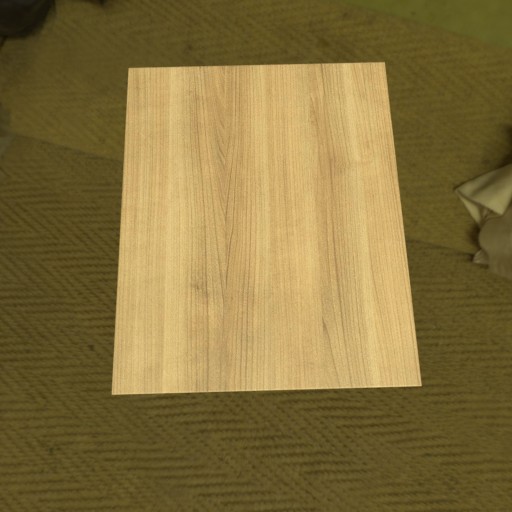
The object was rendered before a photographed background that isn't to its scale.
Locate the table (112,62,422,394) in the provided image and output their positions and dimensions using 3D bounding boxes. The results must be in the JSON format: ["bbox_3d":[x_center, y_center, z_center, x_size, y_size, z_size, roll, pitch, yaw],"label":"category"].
[{"bbox_3d":[0.000,0.000,0.800,0.380,0.460,0.445,-1,76,0],"label":"table"}]
